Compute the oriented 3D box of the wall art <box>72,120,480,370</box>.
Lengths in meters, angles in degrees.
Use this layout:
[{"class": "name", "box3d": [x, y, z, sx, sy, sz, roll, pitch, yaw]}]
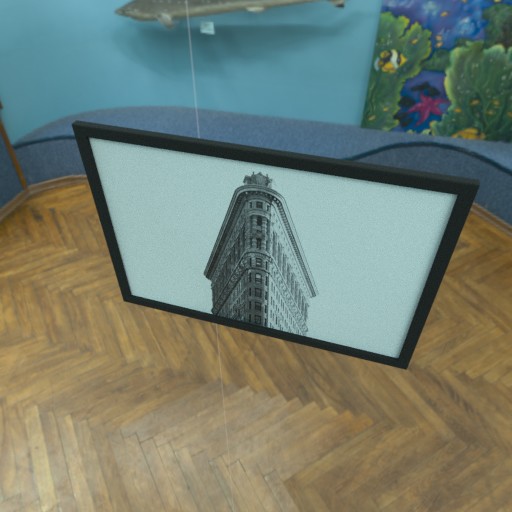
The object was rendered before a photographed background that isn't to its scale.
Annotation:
[{"class": "wall art", "box3d": [0.000, 0.000, 1.232, 0.958, 0.656, 0.026, 12, 43, 13]}]
